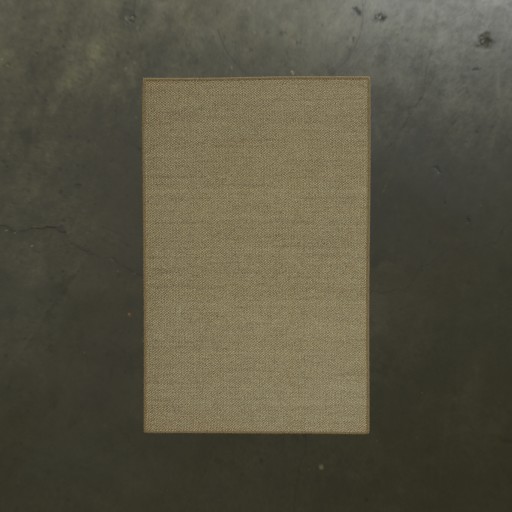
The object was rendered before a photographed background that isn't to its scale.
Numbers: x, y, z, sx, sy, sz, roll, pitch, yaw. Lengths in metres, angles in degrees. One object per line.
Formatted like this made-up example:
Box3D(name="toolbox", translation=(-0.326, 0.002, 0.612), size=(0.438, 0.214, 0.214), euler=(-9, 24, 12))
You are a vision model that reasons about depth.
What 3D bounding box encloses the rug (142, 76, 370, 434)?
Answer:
Box3D(name="rug", translation=(0.000, 0.000, 2.071), size=(1.062, 0.013, 1.667), euler=(0, 91, 1))
